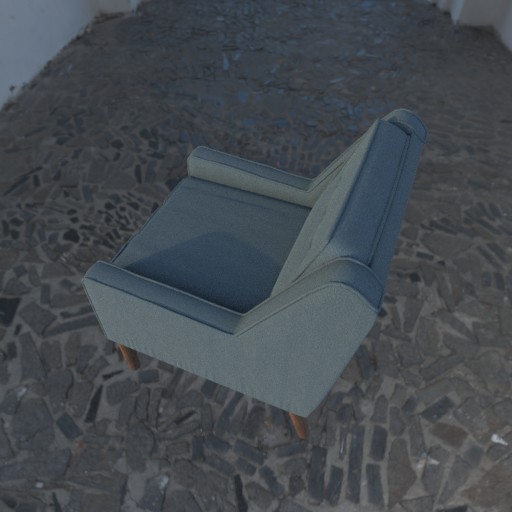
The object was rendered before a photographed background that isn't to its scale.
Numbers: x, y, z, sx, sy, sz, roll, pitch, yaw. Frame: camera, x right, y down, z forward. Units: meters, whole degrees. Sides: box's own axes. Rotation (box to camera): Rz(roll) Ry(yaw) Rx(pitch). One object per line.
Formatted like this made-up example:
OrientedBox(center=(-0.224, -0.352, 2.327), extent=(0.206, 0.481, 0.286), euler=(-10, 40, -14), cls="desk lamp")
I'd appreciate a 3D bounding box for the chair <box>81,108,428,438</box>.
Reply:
OrientedBox(center=(0.000, 0.000, 1.311), extent=(0.733, 0.780, 0.663), euler=(17, 50, 15), cls="chair")
